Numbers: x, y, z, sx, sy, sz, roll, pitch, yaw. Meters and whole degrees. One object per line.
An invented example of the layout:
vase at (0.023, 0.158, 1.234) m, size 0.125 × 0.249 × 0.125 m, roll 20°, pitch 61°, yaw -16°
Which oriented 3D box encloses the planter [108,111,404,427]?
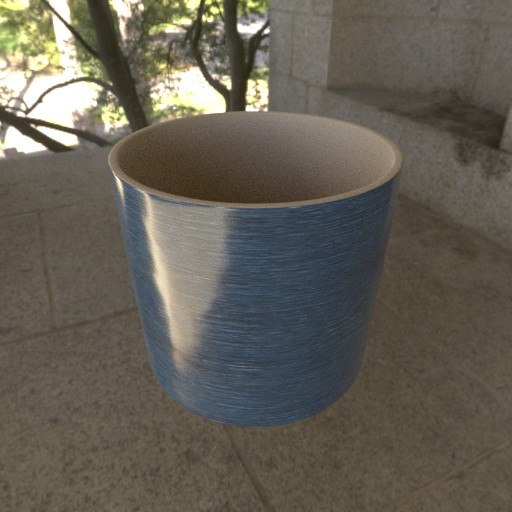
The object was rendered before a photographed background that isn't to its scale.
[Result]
planter at (0.000, 0.000, 0.398) m, size 0.221 × 0.201 × 0.221 m, roll 0°, pitch 32°, yaw 0°
